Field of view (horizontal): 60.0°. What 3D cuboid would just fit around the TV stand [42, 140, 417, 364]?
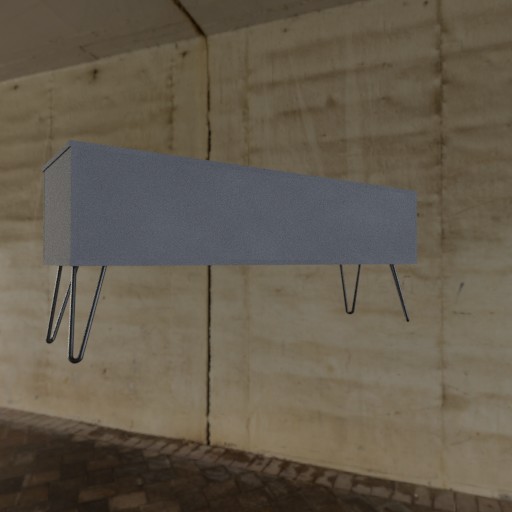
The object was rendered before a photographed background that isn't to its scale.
[{"bbox_3d":[0.000,0.000,1.655,1.400,0.560,0.400,0,-1,-35],"label":"TV stand"}]
